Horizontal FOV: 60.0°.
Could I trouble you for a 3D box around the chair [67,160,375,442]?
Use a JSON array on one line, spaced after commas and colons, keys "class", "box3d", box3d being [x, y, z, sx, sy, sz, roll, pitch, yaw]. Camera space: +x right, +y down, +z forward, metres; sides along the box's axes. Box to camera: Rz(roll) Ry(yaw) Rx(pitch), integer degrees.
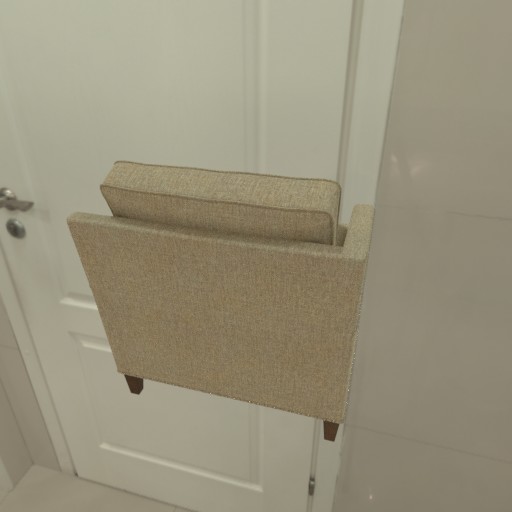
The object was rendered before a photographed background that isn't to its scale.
[{"class": "chair", "box3d": [0.000, 0.000, 1.741, 0.853, 0.943, 1.014, 8, 31, 14]}]
